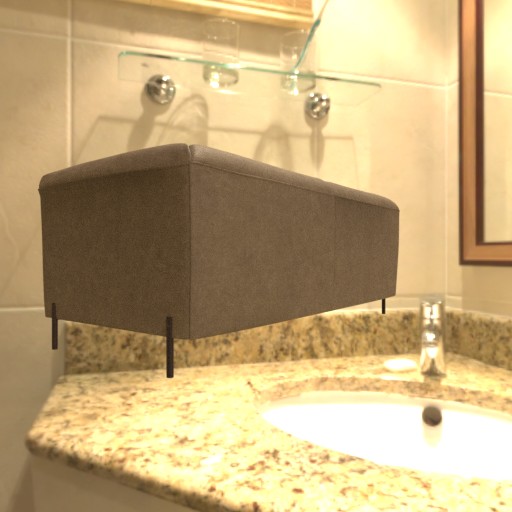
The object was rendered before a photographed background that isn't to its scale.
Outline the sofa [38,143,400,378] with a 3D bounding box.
[{"bbox_3d":[0.000,0.000,2.311,0.905,0.747,1.878,0,0,37],"label":"sofa"}]
